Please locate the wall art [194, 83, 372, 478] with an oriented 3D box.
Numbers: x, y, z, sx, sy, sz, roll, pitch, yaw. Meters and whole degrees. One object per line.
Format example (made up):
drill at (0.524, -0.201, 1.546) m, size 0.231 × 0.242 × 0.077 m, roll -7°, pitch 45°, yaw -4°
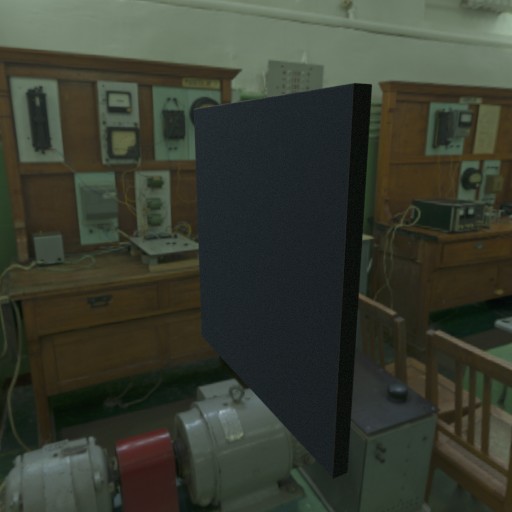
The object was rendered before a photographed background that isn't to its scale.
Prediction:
wall art at (0.000, 0.000, 1.146) m, size 0.038 × 0.762 × 0.762 m, roll -8°, pitch 17°, yaw -26°
